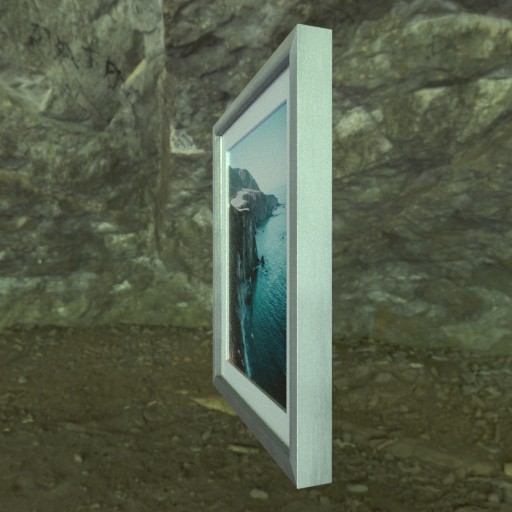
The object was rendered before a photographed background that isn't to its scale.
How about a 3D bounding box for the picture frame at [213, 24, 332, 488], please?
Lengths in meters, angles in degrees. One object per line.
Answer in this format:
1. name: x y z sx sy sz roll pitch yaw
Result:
1. picture frame: 0.000 0.000 0.749 0.046 0.555 0.449 0 0 -18
